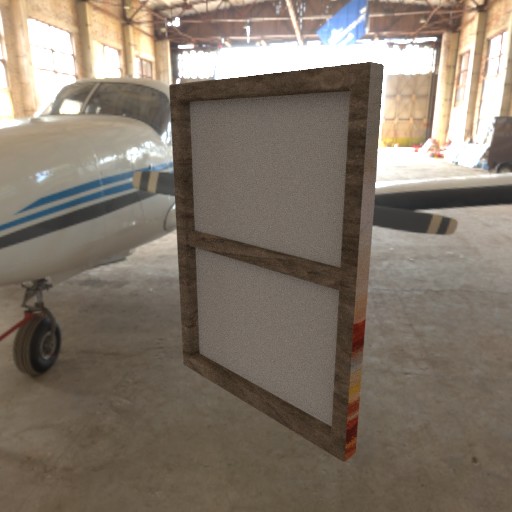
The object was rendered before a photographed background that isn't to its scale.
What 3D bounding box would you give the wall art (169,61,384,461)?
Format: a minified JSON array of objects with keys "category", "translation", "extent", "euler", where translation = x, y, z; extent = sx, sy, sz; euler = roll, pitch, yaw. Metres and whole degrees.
[{"category":"wall art","translation":[0.000,0.000,0.799],"extent":[0.035,0.605,0.443],"euler":[-15,22,-43]}]
